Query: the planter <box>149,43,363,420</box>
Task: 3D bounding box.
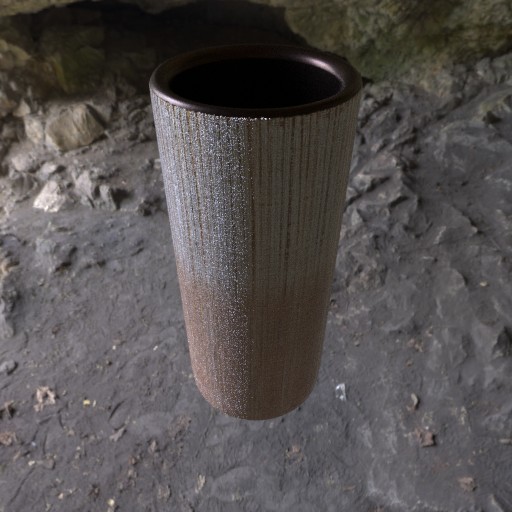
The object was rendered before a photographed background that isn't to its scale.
[{"bbox_3d":[0.000,0.000,0.282,0.100,0.227,0.100,-11,41,-13],"label":"planter"}]
